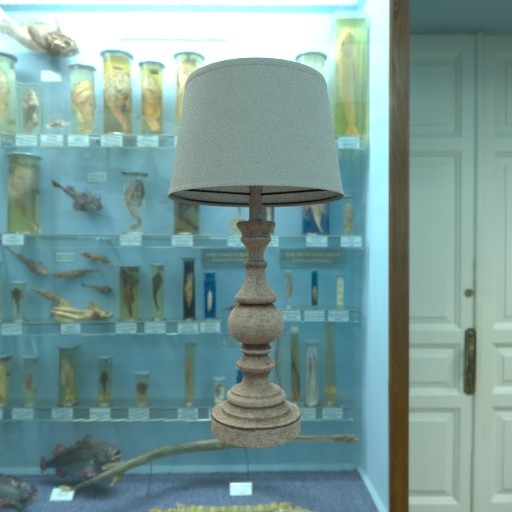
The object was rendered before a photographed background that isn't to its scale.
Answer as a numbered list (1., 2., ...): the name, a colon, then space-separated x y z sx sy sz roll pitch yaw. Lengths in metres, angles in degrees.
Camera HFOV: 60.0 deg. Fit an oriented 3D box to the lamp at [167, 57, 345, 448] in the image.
1. lamp: 0.000 0.000 0.867 0.340 0.678 0.340 0 1 0
